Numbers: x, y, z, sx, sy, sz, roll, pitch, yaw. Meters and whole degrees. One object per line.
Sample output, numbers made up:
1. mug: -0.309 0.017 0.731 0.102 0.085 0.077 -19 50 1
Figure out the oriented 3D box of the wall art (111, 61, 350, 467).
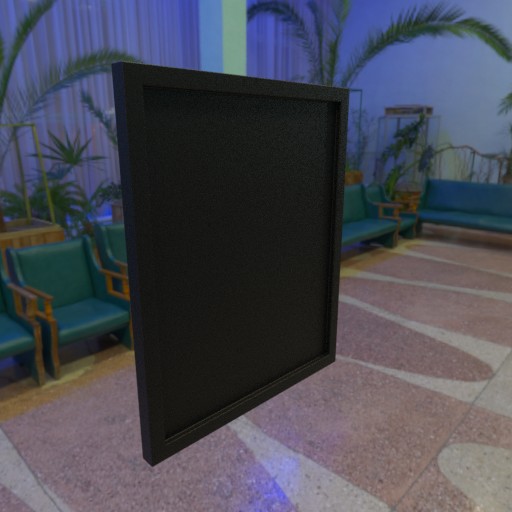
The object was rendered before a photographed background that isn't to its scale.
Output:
1. wall art: 0.000 0.000 0.747 0.457 0.559 0.028 -14 21 -42
